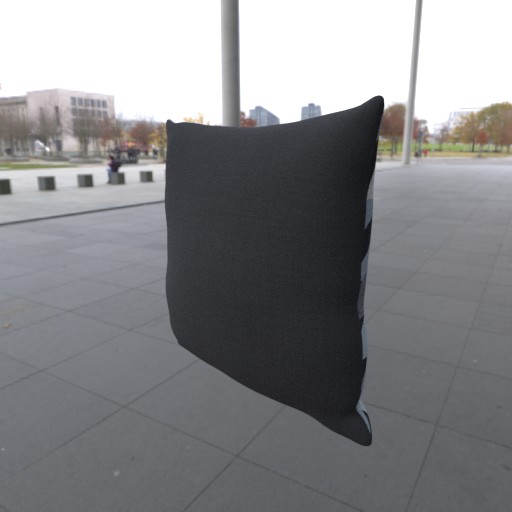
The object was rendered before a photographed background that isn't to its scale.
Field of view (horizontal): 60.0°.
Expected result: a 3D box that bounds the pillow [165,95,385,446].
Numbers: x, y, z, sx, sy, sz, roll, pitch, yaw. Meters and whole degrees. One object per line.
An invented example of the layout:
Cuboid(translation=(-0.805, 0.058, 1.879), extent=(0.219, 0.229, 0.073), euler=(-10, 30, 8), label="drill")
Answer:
Cuboid(translation=(0.000, 0.000, 0.778), extent=(0.208, 0.496, 0.503), euler=(-13, 19, -42), label="pillow")
